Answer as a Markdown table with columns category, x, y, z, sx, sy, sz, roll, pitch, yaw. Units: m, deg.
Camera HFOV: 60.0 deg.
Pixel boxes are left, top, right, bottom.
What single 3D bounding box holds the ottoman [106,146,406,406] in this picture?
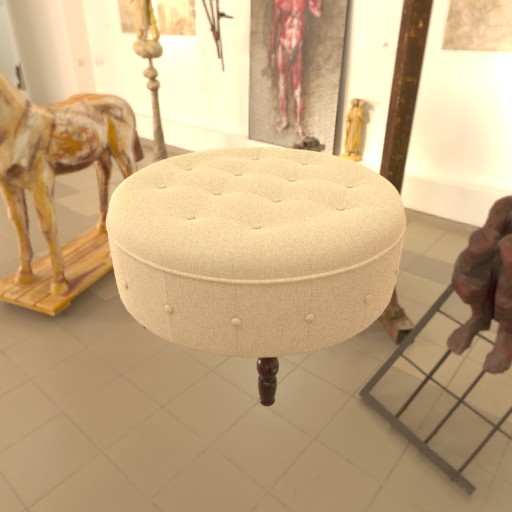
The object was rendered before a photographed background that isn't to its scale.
| category | x | y | z | sx | sy | sz | roll | pitch | yaw |
| --- | --- | --- | --- | --- | --- | --- | --- | --- | --- |
| ottoman | 0.000 | 0.000 | 1.386 | 0.848 | 0.494 | 0.848 | 0 | 29 | 0 |
